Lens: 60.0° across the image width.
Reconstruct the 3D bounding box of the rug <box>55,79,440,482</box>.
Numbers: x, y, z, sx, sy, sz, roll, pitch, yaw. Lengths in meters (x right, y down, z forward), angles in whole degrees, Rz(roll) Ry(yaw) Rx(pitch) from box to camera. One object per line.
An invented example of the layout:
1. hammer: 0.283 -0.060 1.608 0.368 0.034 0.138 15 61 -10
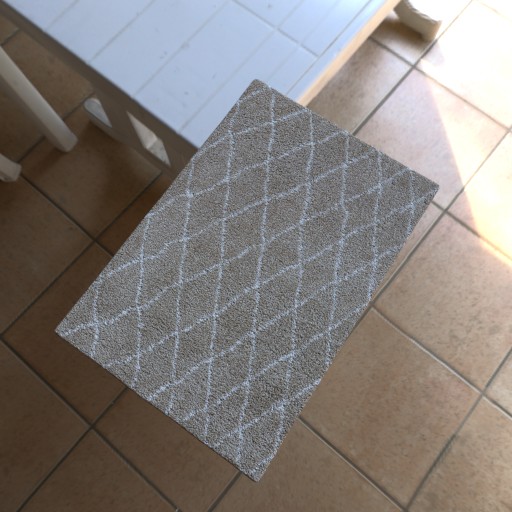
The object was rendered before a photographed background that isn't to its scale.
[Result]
1. rug: 0.000 0.000 2.305 1.219 0.030 1.778 33 77 9
